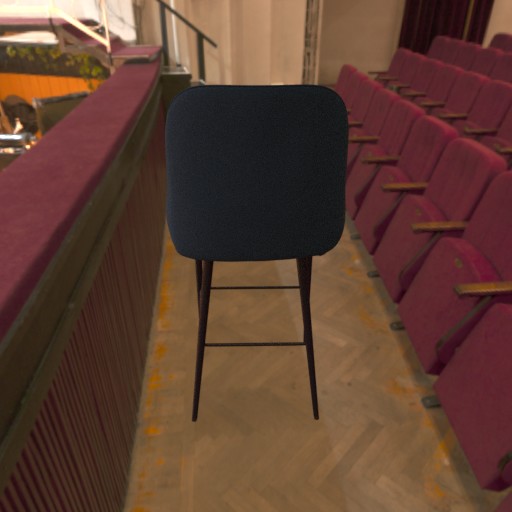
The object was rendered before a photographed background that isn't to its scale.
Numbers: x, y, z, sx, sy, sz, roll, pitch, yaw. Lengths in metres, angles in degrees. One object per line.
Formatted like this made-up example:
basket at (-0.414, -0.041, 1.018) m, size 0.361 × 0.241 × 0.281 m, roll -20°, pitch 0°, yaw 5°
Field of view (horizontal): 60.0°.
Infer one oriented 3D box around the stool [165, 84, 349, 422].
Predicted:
stool at (0.000, 0.000, 1.370) m, size 0.527 × 1.079 × 0.489 m, roll -1°, pitch 31°, yaw -1°
